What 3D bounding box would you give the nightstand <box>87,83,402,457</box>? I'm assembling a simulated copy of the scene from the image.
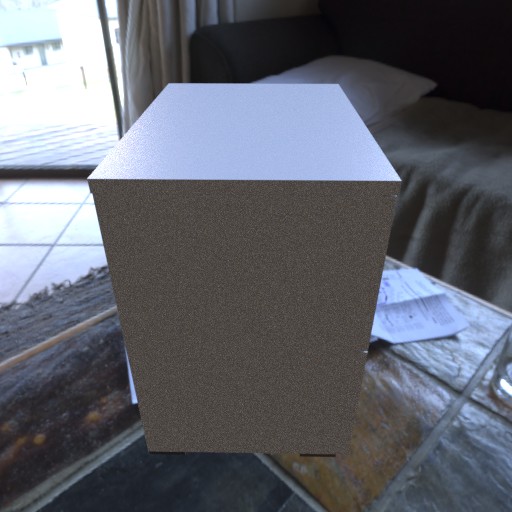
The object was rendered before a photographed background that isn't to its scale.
[{"bbox_3d":[0.000,0.000,0.744,0.325,0.460,0.441,1,33,1],"label":"nightstand"}]
